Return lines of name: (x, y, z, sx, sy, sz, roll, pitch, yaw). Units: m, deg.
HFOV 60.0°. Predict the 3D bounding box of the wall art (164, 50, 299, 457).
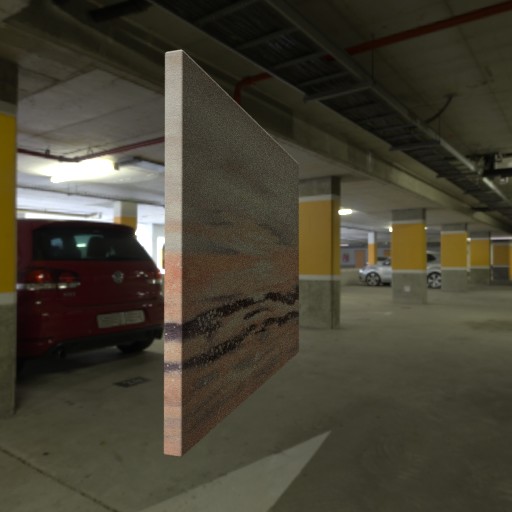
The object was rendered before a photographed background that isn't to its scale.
wall art: (0.000, 0.000, 1.313, 0.038, 0.763, 1.015, 0, -1, 18)
